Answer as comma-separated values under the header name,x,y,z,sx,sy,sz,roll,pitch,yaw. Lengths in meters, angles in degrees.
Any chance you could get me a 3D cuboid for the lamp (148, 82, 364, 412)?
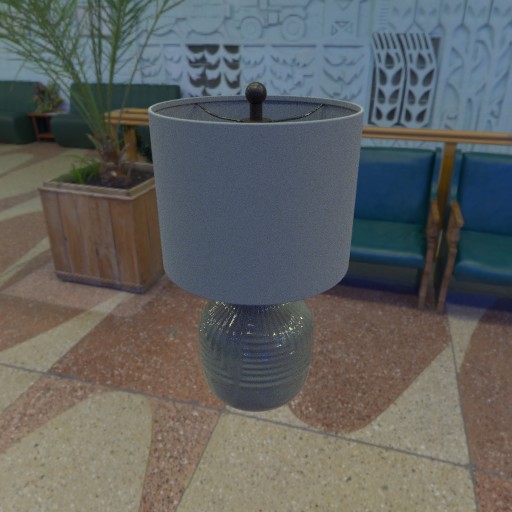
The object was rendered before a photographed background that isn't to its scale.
name,x,y,z,sx,sy,sz,roll,pitch,yaw
lamp,0.000,0.000,0.773,0.318,0.567,0.318,0,26,0
